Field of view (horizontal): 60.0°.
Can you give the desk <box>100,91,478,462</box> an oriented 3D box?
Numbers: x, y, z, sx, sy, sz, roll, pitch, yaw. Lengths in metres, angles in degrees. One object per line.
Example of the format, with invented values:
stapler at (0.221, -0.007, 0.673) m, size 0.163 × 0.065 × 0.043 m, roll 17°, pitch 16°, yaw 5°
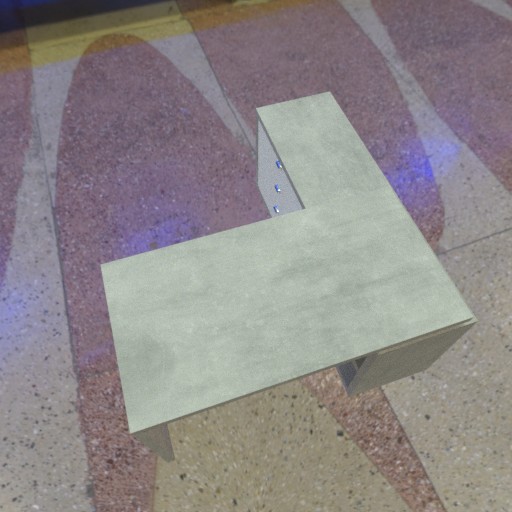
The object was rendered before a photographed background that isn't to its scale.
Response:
desk at (0.000, 0.000, 2.301) m, size 1.400 × 0.740 × 1.500 m, roll -16°, pitch 60°, yaw -10°
